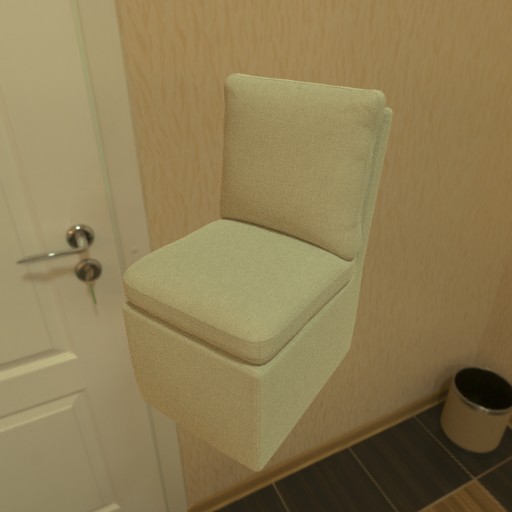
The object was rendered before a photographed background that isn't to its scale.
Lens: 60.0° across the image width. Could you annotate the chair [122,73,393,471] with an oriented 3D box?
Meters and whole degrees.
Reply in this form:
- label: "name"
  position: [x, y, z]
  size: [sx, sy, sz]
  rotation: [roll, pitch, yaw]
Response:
- label: "chair"
  position: [0.000, 0.000, 1.323]
  size: [0.503, 0.927, 0.698]
  rotation: [20, 36, 29]
